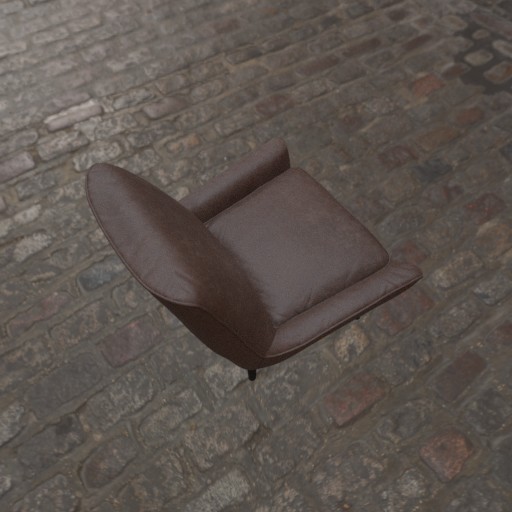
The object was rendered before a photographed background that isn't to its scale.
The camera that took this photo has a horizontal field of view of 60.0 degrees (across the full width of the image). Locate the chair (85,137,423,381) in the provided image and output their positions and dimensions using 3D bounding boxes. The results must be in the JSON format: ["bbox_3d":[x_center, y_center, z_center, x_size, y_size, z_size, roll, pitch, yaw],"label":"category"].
[{"bbox_3d":[0.000,0.000,1.506,0.824,0.888,0.787,-31,62,-18],"label":"chair"}]
